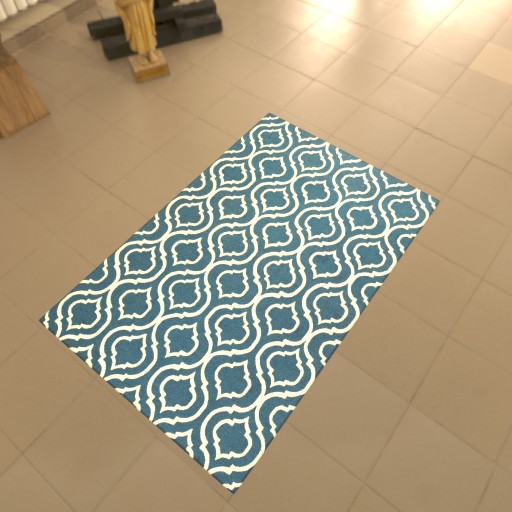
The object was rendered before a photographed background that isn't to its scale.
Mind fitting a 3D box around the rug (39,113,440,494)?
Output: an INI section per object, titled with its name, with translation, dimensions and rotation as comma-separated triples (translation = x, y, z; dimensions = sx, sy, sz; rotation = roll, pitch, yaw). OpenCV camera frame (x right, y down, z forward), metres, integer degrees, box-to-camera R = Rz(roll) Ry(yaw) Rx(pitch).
[rug]
translation = 0.000, 0.000, 2.193
dimensions = 1.143, 0.010, 1.753
rotation = 33, 64, 19
